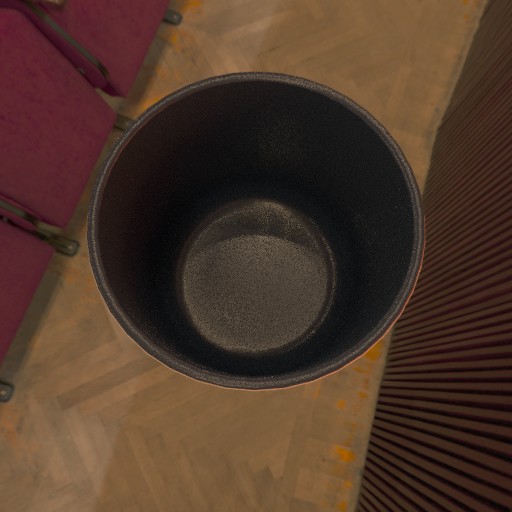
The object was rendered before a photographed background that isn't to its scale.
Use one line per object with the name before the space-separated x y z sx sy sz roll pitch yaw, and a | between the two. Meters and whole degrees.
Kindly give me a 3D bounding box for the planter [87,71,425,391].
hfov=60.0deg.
planter | 0.000 0.000 0.275 0.159 0.144 0.159 0 74 0
